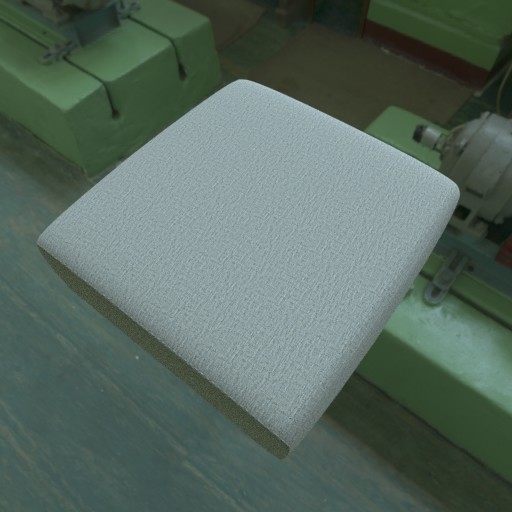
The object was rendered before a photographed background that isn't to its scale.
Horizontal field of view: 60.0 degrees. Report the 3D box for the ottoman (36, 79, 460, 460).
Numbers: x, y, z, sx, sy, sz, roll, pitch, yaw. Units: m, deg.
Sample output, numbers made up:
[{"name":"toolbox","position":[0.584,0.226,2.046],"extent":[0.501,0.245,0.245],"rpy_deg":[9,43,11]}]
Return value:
[{"name":"ottoman","position":[0.000,0.000,1.031],"extent":[0.649,0.398,0.650],"rpy_deg":[33,63,19]}]
